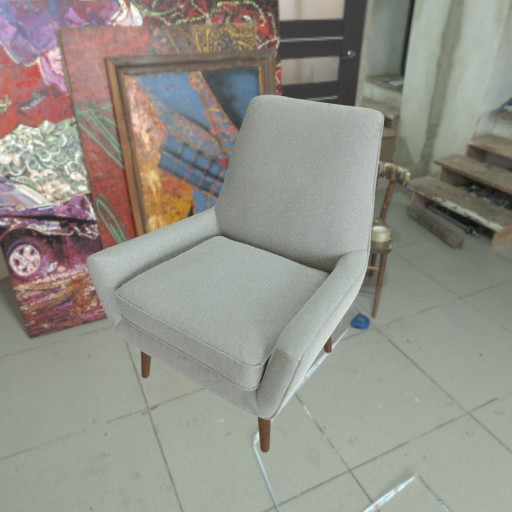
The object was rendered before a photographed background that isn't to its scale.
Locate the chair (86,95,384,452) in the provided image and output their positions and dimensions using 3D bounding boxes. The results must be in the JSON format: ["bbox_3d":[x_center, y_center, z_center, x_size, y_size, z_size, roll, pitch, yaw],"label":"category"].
[{"bbox_3d":[0.000,0.000,1.490,0.787,0.888,0.822,20,36,30],"label":"chair"}]
